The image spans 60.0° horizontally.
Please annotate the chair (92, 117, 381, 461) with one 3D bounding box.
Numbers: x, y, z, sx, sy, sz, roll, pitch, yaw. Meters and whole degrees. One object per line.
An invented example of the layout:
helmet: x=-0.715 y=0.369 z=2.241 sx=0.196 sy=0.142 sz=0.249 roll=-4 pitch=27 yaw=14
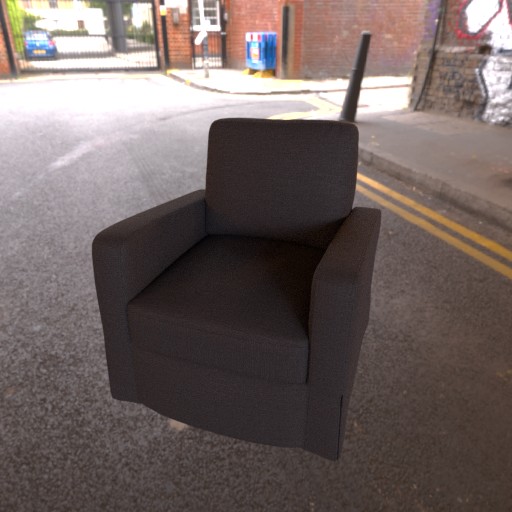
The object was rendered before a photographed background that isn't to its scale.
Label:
chair: x=0.000 y=0.000 z=1.564 sx=0.798 sy=0.855 sz=0.863 roll=9 pitch=28 yaw=17
